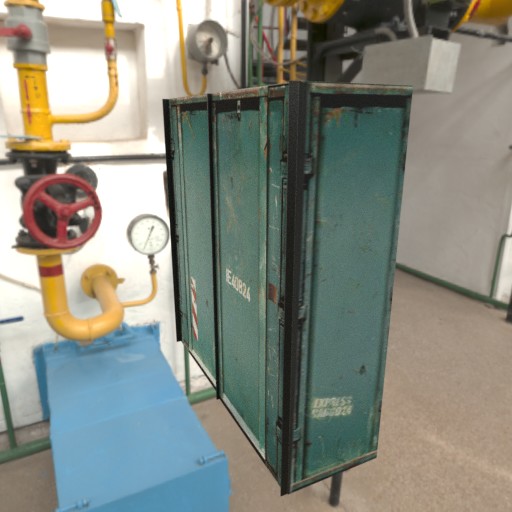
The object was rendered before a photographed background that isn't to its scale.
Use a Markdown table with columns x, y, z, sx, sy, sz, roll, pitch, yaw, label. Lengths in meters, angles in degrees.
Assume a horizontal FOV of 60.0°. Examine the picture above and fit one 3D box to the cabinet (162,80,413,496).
| x | y | z | sx | sy | sz | roll | pitch | yaw | label |
| --- | --- | --- | --- | --- | --- | --- | --- | --- | --- |
| 0.000 | 0.000 | 3.141 | 0.680 | 2.160 | 2.000 | -8 | 19 | -25 | cabinet |
